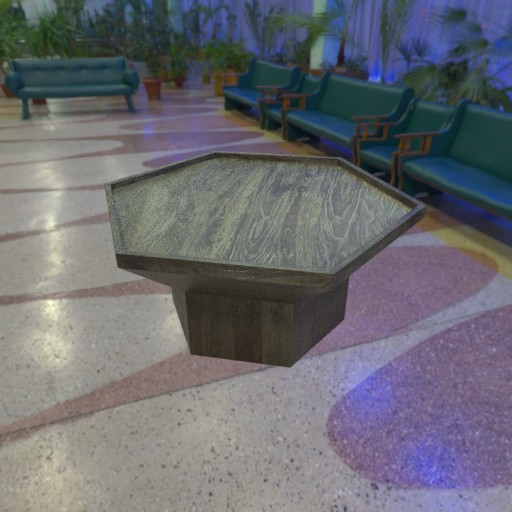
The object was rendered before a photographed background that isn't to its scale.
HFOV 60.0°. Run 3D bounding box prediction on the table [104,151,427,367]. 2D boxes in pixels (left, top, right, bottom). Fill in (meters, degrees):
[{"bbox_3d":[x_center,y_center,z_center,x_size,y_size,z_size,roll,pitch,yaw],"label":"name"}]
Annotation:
[{"bbox_3d":[0.000,0.000,1.630,0.966,0.488,1.115,-10,31,-17],"label":"table"}]
